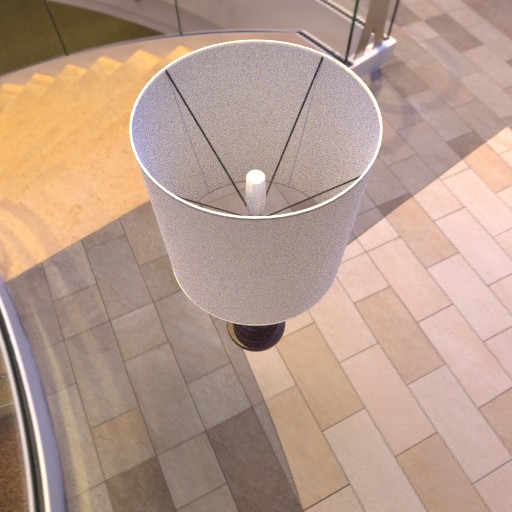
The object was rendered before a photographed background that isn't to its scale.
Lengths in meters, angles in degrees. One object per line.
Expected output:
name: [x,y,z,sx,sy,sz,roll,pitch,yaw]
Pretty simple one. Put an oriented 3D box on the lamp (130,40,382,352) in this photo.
lamp: [0.000,0.000,0.565,0.208,0.455,0.208,15,60,9]
